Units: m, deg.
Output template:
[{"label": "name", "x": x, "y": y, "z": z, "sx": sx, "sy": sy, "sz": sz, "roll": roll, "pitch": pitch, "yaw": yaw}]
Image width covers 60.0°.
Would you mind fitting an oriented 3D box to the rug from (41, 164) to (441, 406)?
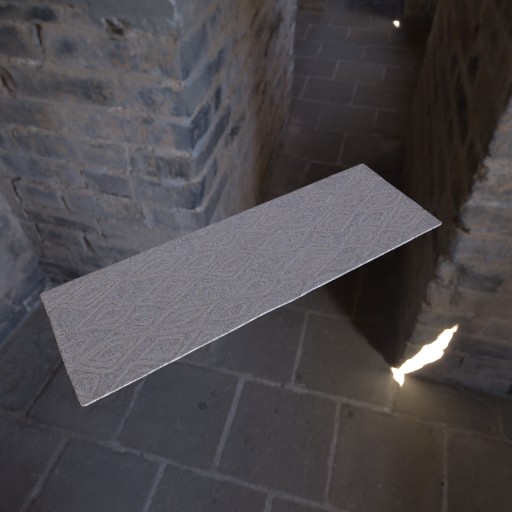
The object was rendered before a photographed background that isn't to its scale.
[{"label": "rug", "x": 0.000, "y": 0.000, "z": 2.754, "sx": 2.436, "sy": 0.013, "sz": 0.807, "roll": -24, "pitch": 51, "yaw": -21}]
